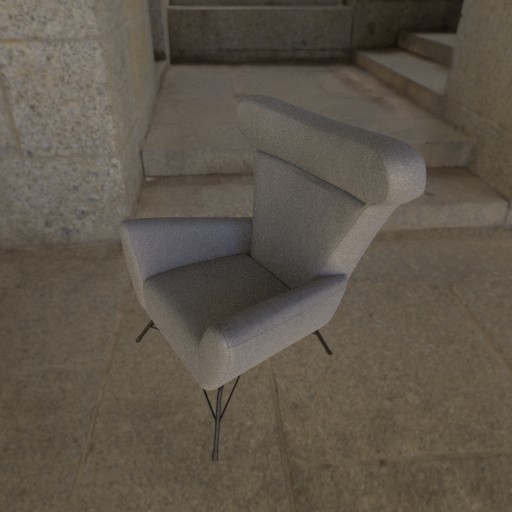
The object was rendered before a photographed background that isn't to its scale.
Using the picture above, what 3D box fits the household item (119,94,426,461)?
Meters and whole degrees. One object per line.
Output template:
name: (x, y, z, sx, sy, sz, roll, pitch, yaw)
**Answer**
household item: (0.000, 0.000, 1.806, 0.900, 1.050, 0.980, -20, 38, -28)
